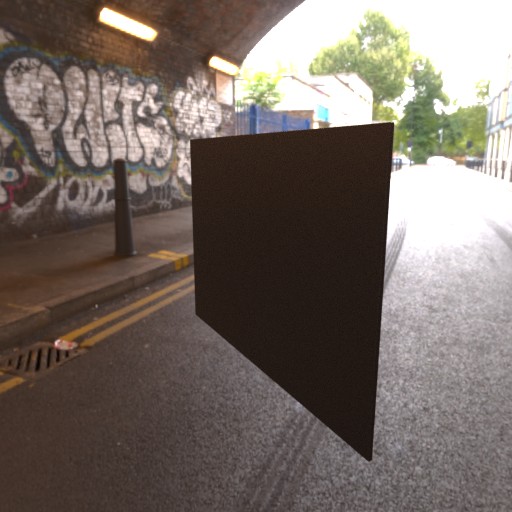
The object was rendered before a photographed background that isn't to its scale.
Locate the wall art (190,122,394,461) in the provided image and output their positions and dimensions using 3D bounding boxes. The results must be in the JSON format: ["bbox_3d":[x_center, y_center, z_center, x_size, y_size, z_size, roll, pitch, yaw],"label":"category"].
[{"bbox_3d":[0.000,0.000,1.523,0.013,0.811,1.192,-7,14,-28],"label":"wall art"}]
